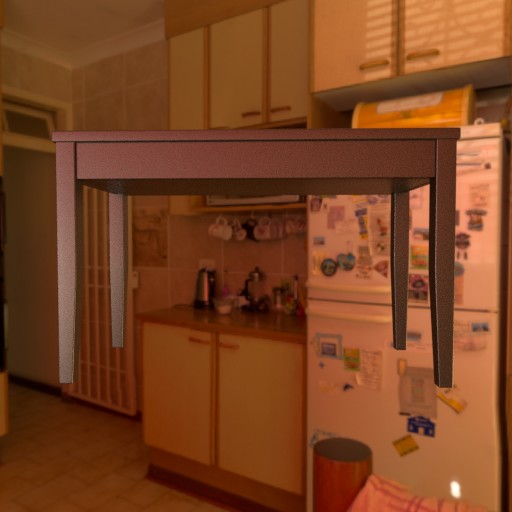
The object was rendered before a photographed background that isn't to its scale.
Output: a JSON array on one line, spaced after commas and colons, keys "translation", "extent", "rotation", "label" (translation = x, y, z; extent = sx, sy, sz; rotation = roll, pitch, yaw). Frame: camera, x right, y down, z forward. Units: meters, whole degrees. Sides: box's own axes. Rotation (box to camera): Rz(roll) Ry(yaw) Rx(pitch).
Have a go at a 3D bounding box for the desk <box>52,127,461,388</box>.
[{"translation": [0.000, 0.000, 1.585], "extent": [1.220, 0.775, 0.508], "rotation": [0, 2, 2], "label": "desk"}]
